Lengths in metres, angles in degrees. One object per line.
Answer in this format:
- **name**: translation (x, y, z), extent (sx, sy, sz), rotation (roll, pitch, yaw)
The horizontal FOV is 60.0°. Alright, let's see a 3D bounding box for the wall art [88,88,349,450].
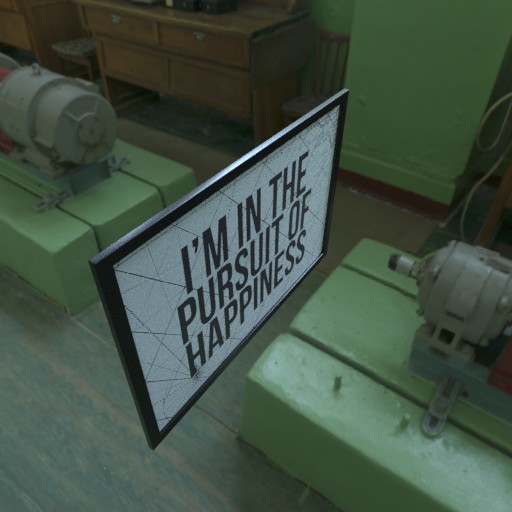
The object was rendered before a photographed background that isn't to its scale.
- **wall art**: translation (0.000, 0.000, 1.060), extent (0.015, 0.552, 0.819), rotation (24, 46, 26)
